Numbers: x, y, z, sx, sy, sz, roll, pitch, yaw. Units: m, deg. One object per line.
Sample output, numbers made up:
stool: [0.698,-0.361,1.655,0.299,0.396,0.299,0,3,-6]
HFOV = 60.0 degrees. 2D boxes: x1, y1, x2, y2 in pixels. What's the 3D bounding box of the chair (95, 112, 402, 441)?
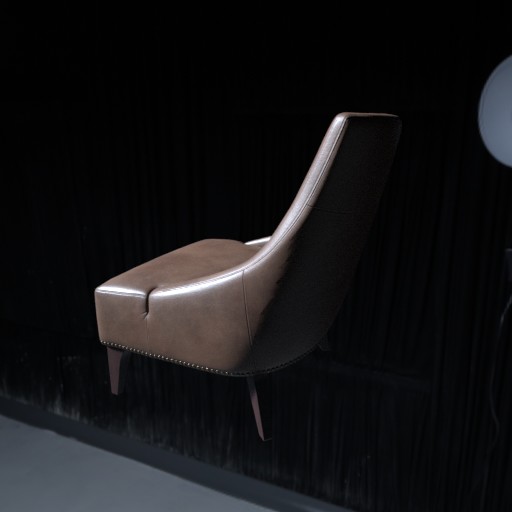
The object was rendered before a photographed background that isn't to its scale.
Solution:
chair: [0.000,0.000,1.506,0.861,0.909,0.701,8,18,24]
